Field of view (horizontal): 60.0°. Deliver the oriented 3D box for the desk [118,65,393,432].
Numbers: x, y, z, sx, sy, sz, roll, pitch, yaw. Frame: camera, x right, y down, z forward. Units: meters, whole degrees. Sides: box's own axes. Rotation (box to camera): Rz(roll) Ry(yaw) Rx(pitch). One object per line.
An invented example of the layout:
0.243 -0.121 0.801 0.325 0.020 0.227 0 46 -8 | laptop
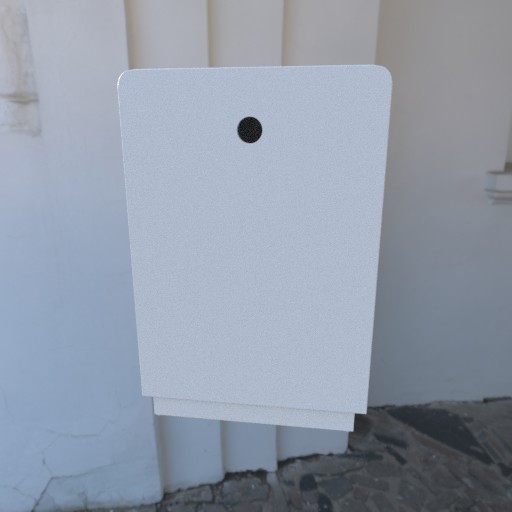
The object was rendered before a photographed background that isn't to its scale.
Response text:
0.000 0.000 1.548 0.795 1.190 0.278 2 16 7 | desk
